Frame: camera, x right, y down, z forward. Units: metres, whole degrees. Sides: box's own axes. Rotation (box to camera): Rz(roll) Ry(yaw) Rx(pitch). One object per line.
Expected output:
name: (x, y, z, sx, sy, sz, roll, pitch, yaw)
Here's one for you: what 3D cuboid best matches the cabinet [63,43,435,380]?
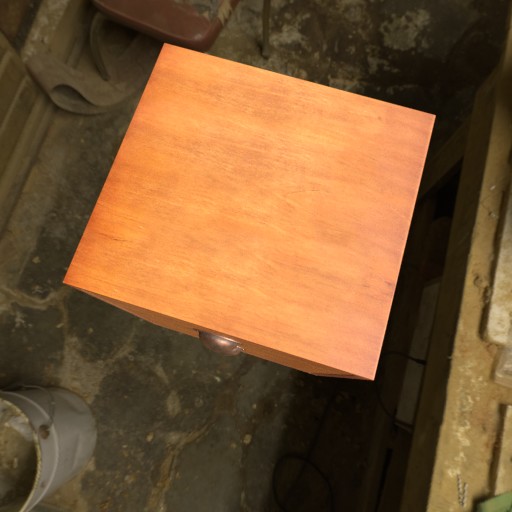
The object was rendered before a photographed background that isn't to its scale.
cabinet: (0.000, 0.000, 0.875, 0.409, 0.579, 0.401, 17, 76, 4)
